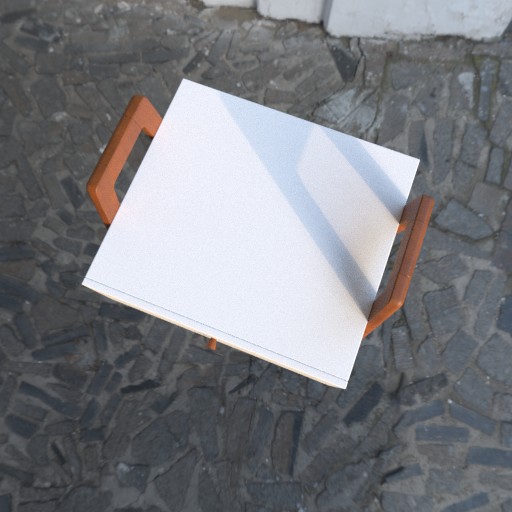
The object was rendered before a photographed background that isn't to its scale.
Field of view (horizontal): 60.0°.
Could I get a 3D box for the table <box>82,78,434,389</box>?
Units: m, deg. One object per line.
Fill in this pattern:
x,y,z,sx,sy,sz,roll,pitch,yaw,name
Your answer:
0.000,0.000,0.895,0.457,0.610,0.405,21,77,5,table
